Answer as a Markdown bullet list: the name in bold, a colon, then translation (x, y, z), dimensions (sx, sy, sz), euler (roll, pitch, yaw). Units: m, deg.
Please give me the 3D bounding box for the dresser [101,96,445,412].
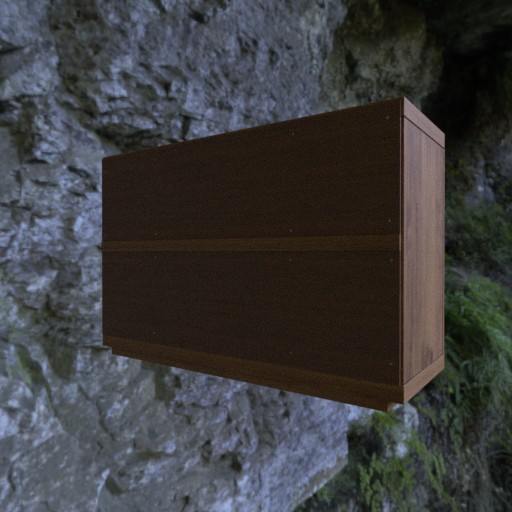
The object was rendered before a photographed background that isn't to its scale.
- **dresser**: translation (0.000, 0.000, 1.689), dimensions (1.261, 0.825, 0.479), euler (0, 1, 35)
